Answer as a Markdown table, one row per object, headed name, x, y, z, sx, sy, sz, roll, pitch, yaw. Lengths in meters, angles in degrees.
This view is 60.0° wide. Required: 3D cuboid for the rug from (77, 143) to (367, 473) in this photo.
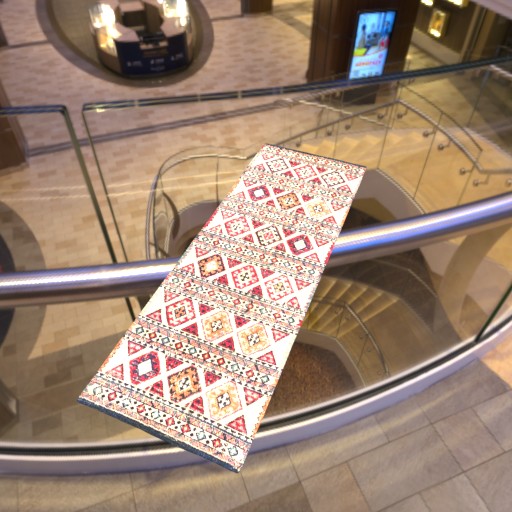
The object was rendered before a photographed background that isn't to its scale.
| name | x | y | z | sx | sy | sz | roll | pitch | yaw |
| --- | --- | --- | --- | --- | --- | --- | --- | --- | --- |
| rug | 0.000 | 0.000 | 2.697 | 0.832 | 0.008 | 2.362 | 17 | 49 | 15 |
